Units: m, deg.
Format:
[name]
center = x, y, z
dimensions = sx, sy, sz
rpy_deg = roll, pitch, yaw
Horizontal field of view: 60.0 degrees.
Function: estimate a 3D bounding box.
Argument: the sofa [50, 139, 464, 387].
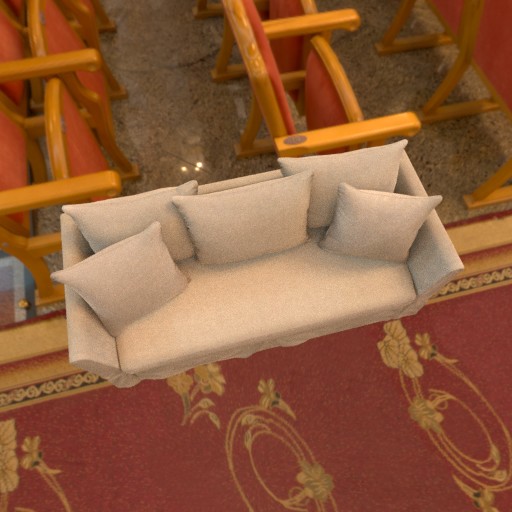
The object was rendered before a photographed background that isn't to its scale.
[sofa]
center = 0.000, 0.000, 2.872
dimensions = 2.290, 1.034, 1.031
rpy_deg = -13, 64, -6
